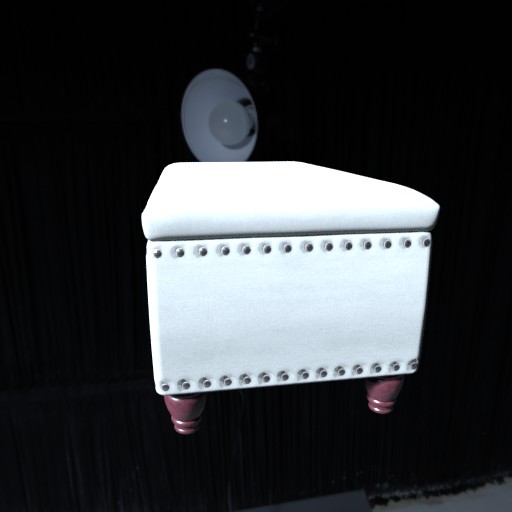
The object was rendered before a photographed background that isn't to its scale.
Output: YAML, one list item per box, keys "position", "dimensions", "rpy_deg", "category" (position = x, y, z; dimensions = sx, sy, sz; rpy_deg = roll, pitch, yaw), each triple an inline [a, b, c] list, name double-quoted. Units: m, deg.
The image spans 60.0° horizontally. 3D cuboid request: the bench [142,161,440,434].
- position: [0.000, 0.000, 1.186]
  dimensions: [0.500, 0.449, 0.887]
  rpy_deg: [-2, 15, -9]
  category: "bench"
